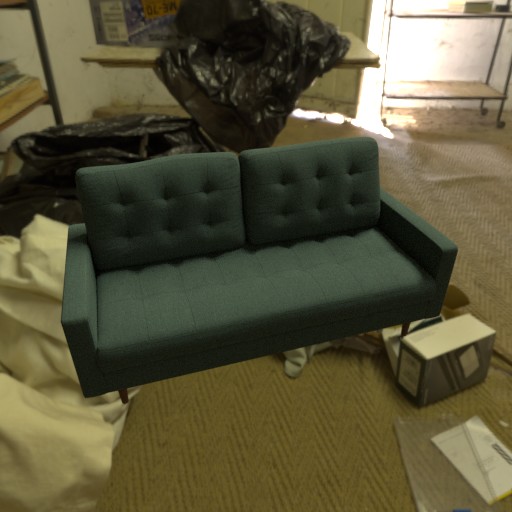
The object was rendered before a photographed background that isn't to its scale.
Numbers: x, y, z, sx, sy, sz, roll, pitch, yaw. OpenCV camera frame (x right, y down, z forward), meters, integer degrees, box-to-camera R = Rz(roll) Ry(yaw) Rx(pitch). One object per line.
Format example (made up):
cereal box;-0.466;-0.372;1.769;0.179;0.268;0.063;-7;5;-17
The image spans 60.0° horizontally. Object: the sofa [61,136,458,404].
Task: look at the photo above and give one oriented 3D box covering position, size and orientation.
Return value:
sofa;0.000;0.000;2.541;2.010;1.050;0.966;-10;34;-15
